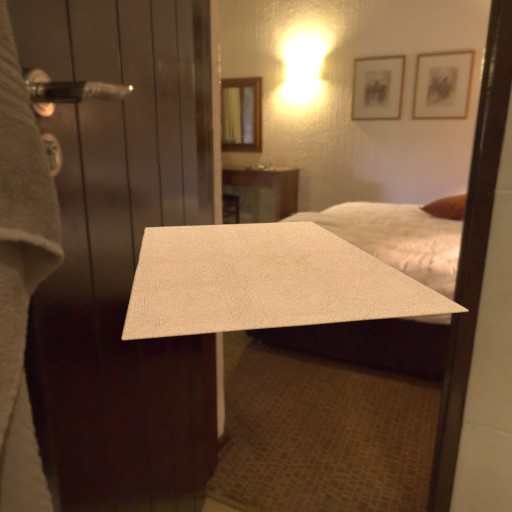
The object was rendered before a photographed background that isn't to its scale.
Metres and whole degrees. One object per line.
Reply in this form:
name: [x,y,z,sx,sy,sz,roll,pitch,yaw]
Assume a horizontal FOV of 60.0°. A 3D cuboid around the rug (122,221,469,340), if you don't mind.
rug: [0.000,0.000,2.378,1.236,0.009,1.839,-3,15,-11]
